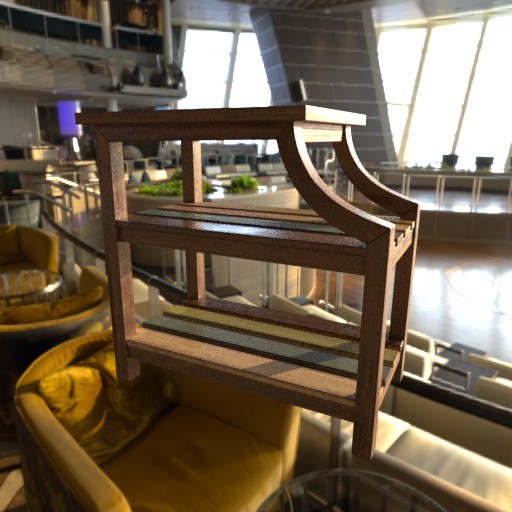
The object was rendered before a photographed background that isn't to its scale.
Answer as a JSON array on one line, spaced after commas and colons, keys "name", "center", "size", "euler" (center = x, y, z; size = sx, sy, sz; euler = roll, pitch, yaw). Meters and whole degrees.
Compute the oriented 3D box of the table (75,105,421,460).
[{"name": "table", "center": [0.000, 0.000, 0.951], "size": [0.609, 0.584, 0.356], "euler": [8, 17, 26]}]
